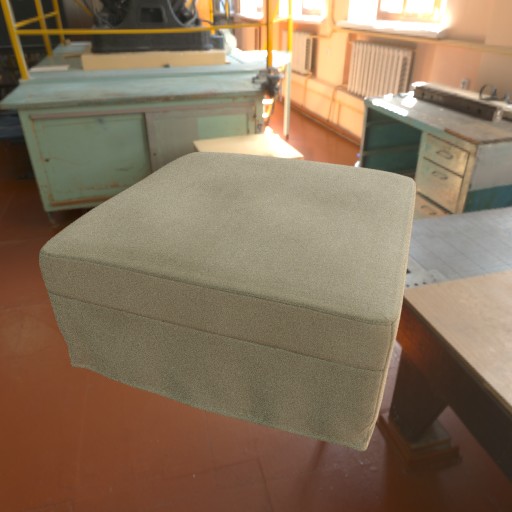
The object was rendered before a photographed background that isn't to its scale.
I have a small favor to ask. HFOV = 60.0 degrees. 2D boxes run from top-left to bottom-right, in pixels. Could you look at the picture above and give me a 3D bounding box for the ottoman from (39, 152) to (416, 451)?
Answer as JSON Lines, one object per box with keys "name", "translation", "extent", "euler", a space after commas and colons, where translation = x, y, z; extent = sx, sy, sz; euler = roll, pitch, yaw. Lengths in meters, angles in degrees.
{"name": "ottoman", "translation": [0.000, 0.000, 1.327], "extent": [0.843, 0.441, 0.842], "euler": [10, 32, 17]}
